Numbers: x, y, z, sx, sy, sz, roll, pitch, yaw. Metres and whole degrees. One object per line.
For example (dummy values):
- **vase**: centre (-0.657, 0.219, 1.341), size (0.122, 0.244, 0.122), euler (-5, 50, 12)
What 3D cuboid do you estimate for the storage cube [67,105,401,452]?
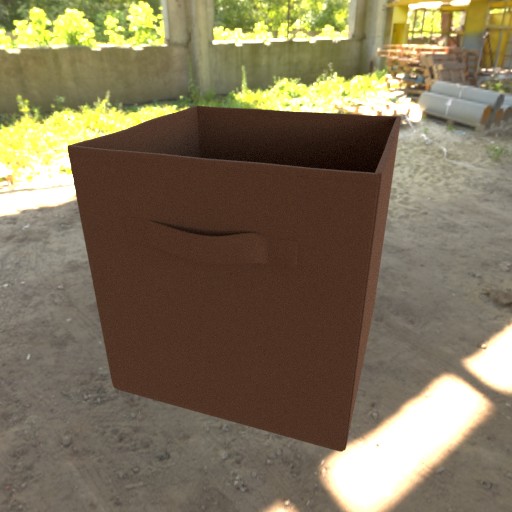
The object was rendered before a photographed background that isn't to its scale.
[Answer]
- **storage cube**: centre (0.000, 0.000, 0.504), size (0.270, 0.280, 0.270), euler (9, 28, 17)
